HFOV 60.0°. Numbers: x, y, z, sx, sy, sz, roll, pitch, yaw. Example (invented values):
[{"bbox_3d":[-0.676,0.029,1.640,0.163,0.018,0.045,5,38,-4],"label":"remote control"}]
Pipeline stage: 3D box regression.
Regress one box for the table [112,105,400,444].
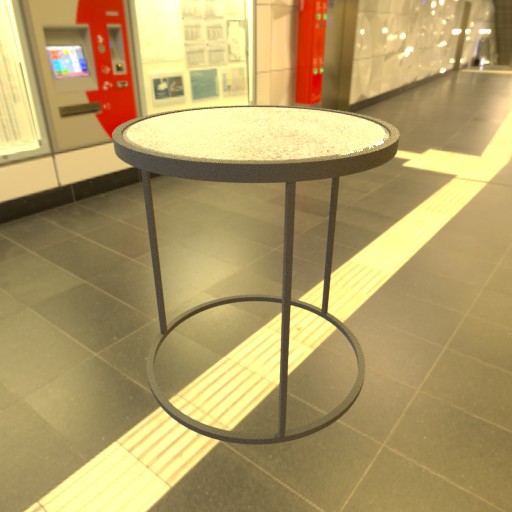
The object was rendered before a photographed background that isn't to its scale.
[{"bbox_3d":[0.000,0.000,0.868,0.470,0.498,0.470,0,27,0],"label":"table"}]
